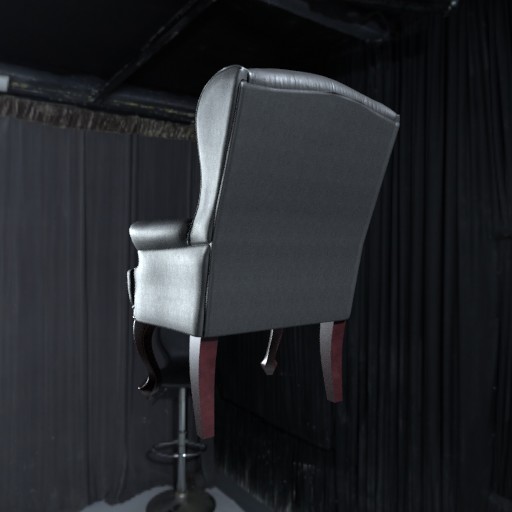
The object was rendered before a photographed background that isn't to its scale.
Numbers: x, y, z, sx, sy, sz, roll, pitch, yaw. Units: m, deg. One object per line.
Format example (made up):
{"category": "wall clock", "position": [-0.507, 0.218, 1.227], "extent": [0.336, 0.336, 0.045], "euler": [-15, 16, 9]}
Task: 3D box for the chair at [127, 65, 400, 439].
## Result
{"category": "chair", "position": [0.000, 0.000, 1.673], "extent": [0.831, 1.133, 0.822], "euler": [-1, 1, -35]}
